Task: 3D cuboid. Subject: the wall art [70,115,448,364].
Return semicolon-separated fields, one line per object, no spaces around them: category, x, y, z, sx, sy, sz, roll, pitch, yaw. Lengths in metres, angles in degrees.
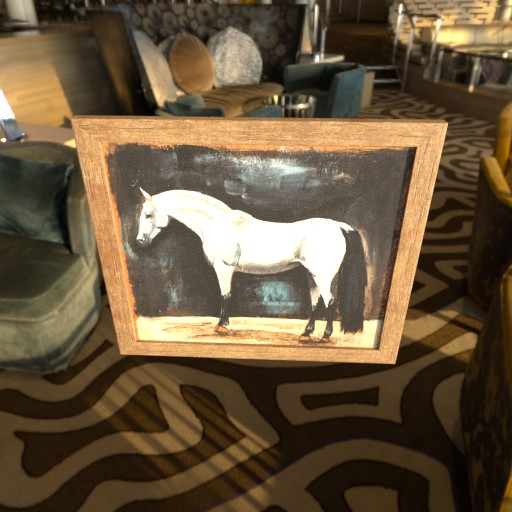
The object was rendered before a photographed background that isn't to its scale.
wall art;0.000;0.000;0.969;0.690;0.588;0.026;1;31;2
